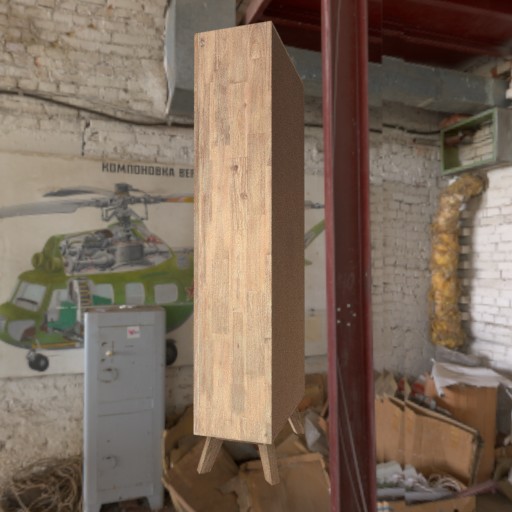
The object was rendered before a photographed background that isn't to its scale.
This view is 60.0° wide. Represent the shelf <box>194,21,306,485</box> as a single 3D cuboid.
[{"bbox_3d":[0.000,0.000,1.533,0.267,1.342,0.491,0,-1,17],"label":"shelf"}]
